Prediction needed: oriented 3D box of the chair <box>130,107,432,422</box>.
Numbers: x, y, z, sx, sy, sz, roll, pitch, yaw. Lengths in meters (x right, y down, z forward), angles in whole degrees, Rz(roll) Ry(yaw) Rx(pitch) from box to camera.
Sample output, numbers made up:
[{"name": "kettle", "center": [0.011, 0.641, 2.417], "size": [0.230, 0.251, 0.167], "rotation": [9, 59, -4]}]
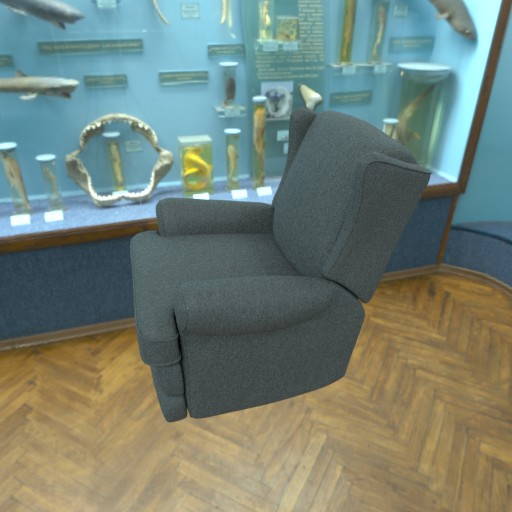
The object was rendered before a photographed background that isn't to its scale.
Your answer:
[{"name": "chair", "center": [0.000, 0.000, 1.761], "size": [0.969, 1.011, 0.847], "rotation": [-8, 32, -13]}]
